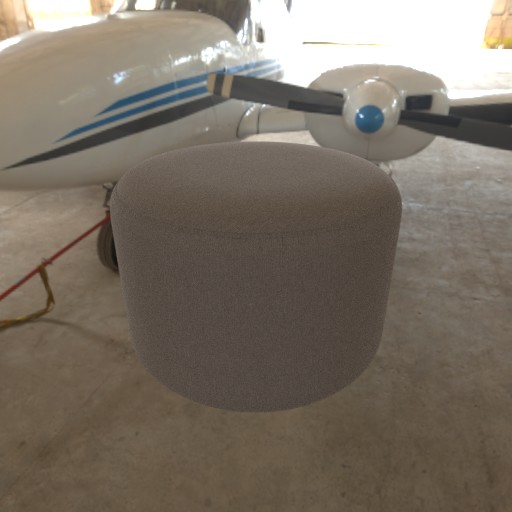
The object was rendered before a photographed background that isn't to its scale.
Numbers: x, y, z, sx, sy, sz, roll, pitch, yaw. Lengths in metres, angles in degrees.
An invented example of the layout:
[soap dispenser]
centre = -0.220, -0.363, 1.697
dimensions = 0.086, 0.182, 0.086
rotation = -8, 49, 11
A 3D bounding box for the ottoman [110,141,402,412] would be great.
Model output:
[ottoman]
centre = 0.000, 0.000, 1.026
dimensions = 0.608, 0.433, 0.608
rotation = 0, 27, 0
